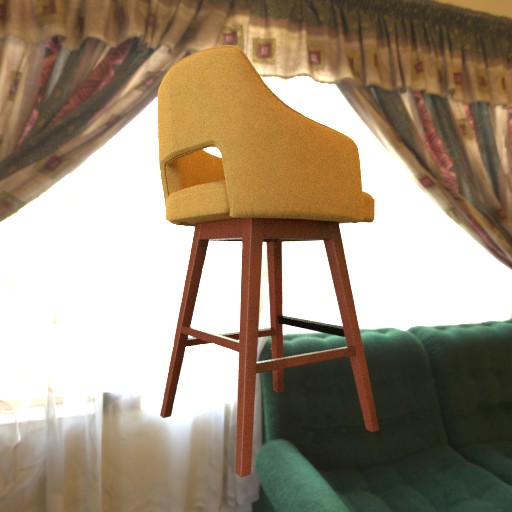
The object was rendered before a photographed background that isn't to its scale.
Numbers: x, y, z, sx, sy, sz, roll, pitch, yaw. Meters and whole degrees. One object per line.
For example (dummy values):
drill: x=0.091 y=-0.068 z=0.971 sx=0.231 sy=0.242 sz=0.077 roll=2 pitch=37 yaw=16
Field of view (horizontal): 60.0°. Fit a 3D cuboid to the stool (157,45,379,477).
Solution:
stool: x=0.000 y=0.000 z=1.323 sx=0.558 sy=1.012 sz=0.548 roll=0 pitch=0 yaw=-35
